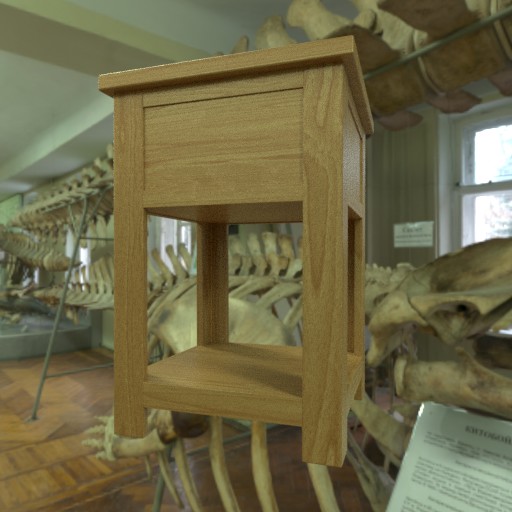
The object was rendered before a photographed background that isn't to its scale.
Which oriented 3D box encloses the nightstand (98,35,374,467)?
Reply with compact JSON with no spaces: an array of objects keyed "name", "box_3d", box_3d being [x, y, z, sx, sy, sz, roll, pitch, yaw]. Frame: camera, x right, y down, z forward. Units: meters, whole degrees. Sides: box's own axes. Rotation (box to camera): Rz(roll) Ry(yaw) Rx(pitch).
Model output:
[{"name":"nightstand","box_3d":[0.000,0.000,0.881,0.428,0.614,0.418,0,-1,19]}]
